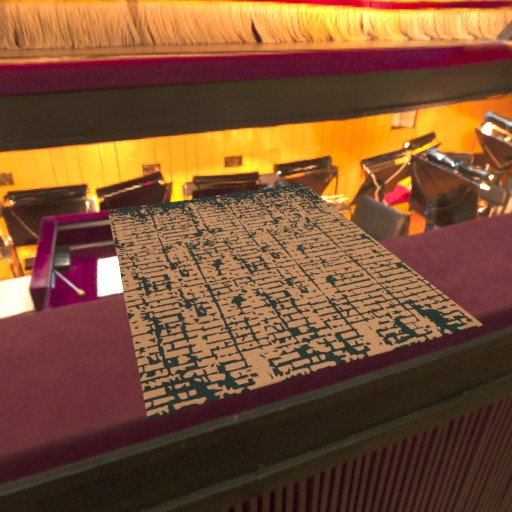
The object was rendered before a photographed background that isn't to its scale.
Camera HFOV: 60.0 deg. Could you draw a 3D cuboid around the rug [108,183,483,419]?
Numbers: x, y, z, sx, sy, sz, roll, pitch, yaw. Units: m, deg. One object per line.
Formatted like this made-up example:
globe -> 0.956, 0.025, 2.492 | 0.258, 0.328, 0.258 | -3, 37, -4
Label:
rug -> 0.000, 0.000, 4.089 | 2.416, 0.014, 3.017 | -11, 32, -17
